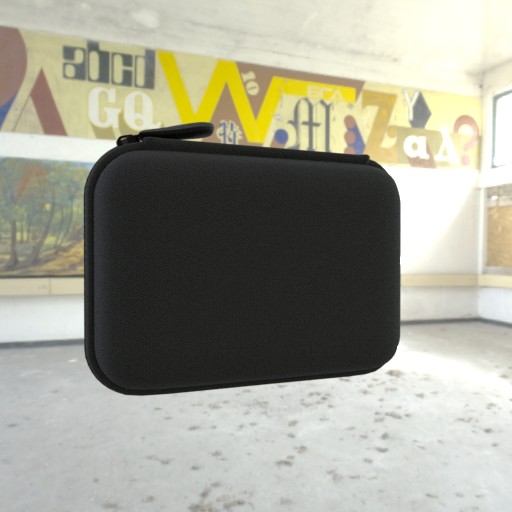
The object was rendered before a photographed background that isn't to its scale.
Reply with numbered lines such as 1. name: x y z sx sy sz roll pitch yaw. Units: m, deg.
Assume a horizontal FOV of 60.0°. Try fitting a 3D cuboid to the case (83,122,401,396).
1. case: 0.000 0.000 0.182 0.132 0.105 0.038 0 1 -18
